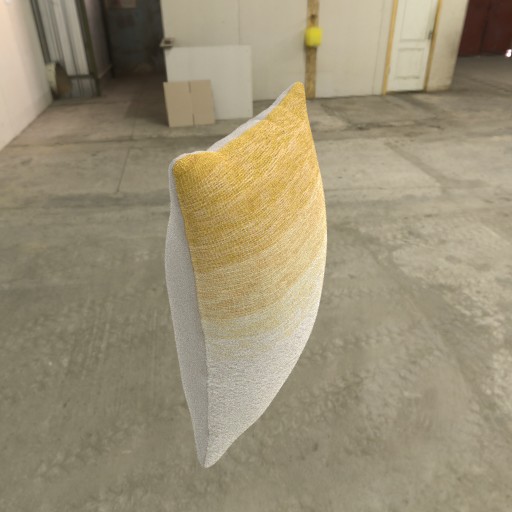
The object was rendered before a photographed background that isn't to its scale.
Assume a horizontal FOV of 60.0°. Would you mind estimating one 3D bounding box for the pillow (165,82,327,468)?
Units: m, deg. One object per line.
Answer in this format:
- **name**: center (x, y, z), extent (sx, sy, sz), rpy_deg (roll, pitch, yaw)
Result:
- **pillow**: center (0.000, 0.000, 0.691), extent (0.211, 0.450, 0.450), rpy_deg (10, 33, 16)
